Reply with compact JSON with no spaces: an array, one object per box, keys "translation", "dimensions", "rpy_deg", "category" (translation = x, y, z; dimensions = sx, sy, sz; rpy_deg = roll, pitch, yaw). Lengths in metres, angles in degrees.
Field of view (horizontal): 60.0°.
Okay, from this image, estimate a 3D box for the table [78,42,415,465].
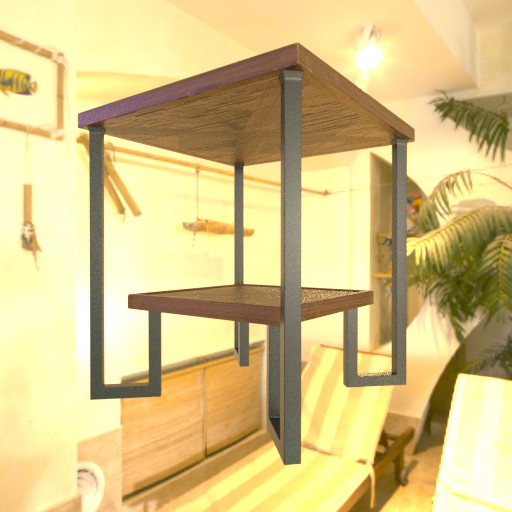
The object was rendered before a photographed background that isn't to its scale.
[{"translation":[0.000,0.000,0.927],"dimensions":[0.503,0.563,0.503],"rpy_deg":[0,1,36],"category":"table"}]
